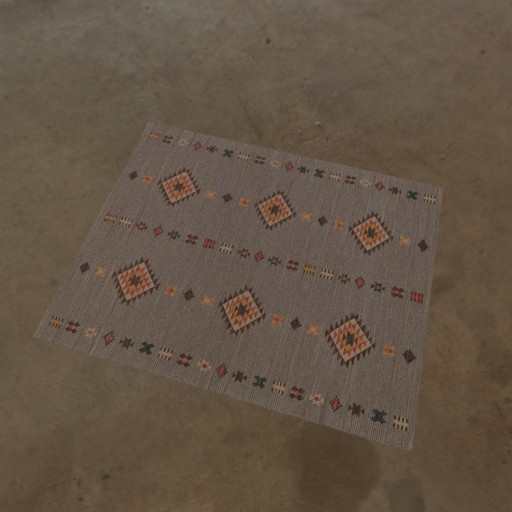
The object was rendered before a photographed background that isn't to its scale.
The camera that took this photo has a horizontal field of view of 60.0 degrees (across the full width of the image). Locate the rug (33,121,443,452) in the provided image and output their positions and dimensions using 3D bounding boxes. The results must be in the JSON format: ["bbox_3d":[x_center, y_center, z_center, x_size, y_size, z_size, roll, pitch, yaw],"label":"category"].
[{"bbox_3d":[0.000,0.000,3.910,3.035,0.008,2.425,14,63,7],"label":"rug"}]
